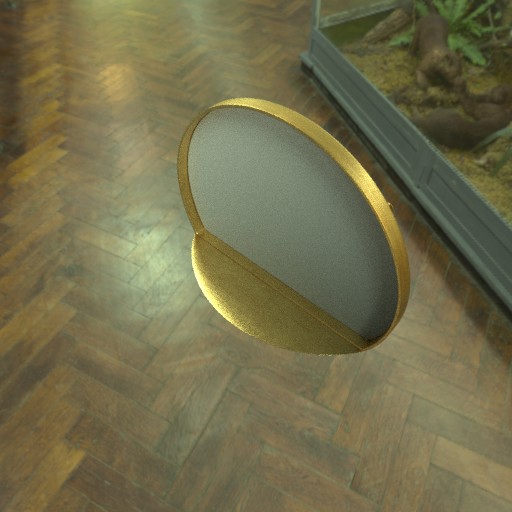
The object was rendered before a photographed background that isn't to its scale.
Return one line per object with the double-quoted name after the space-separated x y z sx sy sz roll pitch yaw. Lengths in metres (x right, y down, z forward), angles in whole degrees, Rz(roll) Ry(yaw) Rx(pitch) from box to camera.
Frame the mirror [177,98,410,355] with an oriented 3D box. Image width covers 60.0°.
0.000 0.000 0.701 0.457 0.457 0.133 34 56 27 "mirror"
